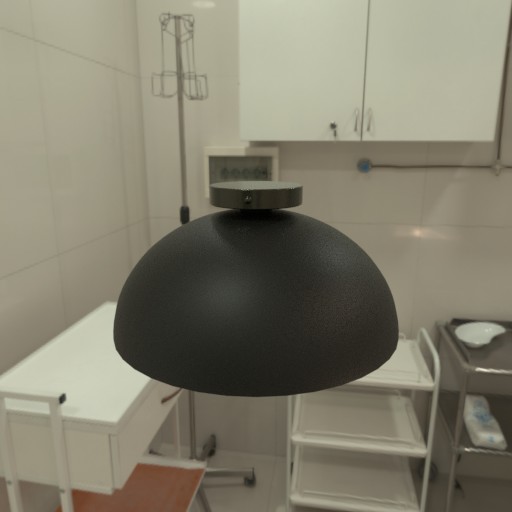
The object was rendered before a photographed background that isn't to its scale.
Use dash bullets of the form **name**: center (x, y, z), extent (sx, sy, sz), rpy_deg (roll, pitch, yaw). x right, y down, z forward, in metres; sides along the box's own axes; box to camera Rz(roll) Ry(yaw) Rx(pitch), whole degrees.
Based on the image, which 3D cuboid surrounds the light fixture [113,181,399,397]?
- **light fixture**: center (0.000, 0.000, 0.556), extent (0.355, 0.177, 0.355), rpy_deg (0, 14, 0)
